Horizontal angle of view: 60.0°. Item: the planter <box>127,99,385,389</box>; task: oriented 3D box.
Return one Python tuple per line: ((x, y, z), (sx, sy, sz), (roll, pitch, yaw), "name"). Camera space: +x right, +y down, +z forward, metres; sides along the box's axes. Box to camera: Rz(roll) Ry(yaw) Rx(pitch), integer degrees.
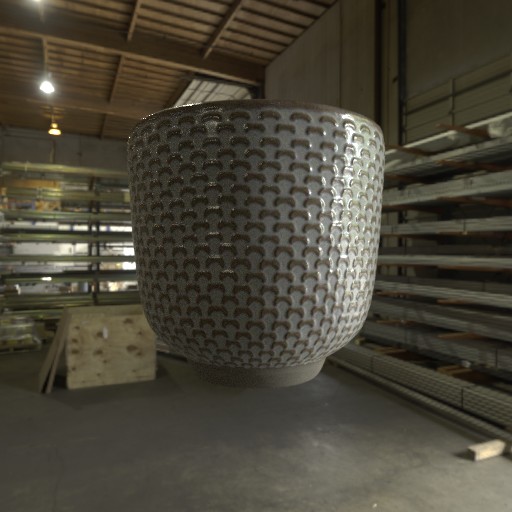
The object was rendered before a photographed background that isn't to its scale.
((0.000, 0.000, 0.249), (0.139, 0.130, 0.139), (0, 0, 0), "planter")
